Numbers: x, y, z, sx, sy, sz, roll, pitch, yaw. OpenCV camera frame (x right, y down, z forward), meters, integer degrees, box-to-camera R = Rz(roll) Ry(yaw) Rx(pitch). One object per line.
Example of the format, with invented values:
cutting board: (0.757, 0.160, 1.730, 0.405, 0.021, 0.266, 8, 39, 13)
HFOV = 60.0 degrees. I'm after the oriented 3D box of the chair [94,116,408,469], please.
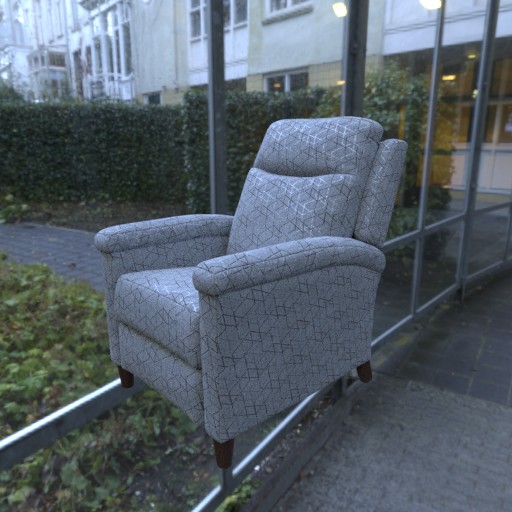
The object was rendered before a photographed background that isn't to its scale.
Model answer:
chair: (0.000, 0.000, 1.724, 0.987, 1.048, 0.753, -14, 20, -42)
